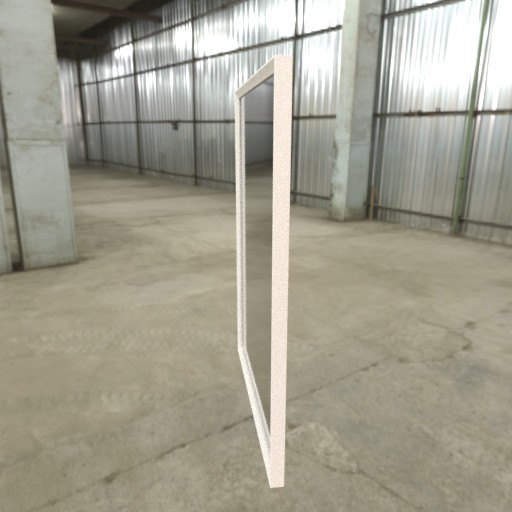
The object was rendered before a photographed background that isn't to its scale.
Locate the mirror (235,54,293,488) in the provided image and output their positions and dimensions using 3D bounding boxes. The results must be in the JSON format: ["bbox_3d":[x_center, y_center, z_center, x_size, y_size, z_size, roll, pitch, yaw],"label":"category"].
[{"bbox_3d":[0.000,0.000,1.359,0.041,1.016,0.762,-2,15,-8],"label":"mirror"}]
